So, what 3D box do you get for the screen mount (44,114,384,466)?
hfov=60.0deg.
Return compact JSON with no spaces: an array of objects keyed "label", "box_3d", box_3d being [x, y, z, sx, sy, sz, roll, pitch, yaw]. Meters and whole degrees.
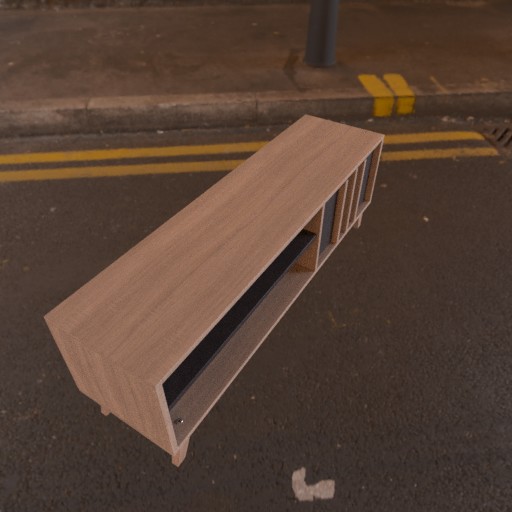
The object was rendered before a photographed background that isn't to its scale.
[{"label":"screen mount","box_3d":[0.000,0.000,1.747,0.401,0.509,1.500,23,47,24]}]
